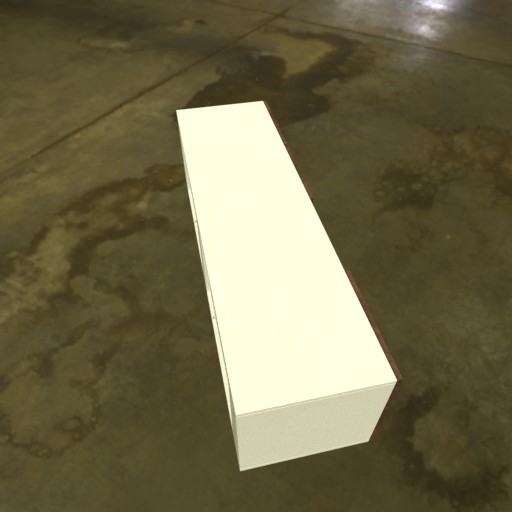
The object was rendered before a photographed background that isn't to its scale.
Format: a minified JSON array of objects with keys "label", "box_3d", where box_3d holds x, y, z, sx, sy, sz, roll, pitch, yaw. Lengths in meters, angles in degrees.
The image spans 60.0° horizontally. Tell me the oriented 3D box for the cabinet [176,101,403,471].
[{"label":"cabinet","box_3d":[0.000,0.000,1.788,0.431,0.533,1.499,-9,47,-9]}]
